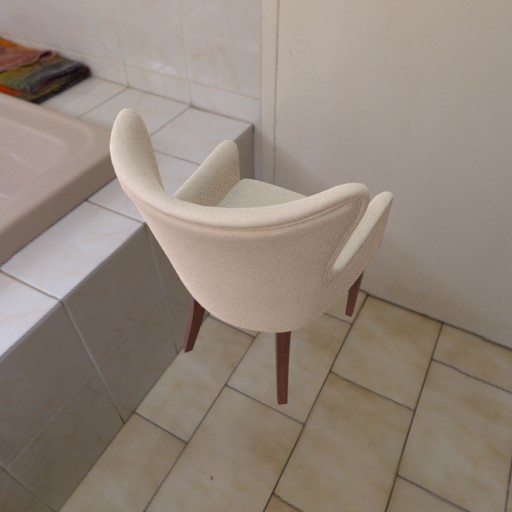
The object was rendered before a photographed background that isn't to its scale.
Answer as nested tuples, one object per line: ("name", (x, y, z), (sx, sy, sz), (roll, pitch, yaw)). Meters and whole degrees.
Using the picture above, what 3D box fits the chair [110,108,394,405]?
("chair", (0.000, 0.000, 1.473), (0.696, 0.990, 0.744), (23, 50, 21))
